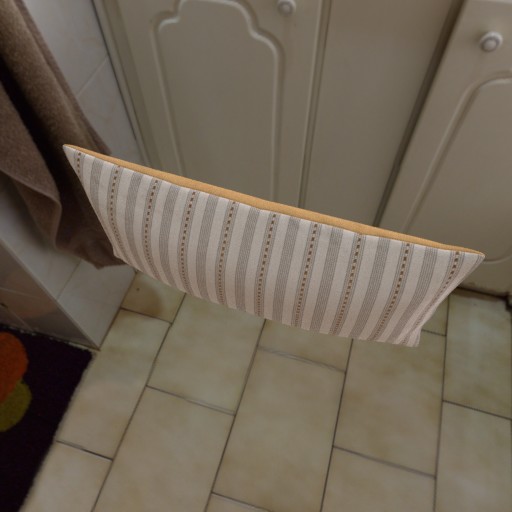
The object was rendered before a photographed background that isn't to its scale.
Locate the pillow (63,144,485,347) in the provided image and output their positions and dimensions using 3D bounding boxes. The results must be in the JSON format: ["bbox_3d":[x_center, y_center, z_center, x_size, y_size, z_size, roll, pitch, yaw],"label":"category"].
[{"bbox_3d":[0.000,0.000,0.723,0.608,0.291,0.151,16,59,10],"label":"pillow"}]
